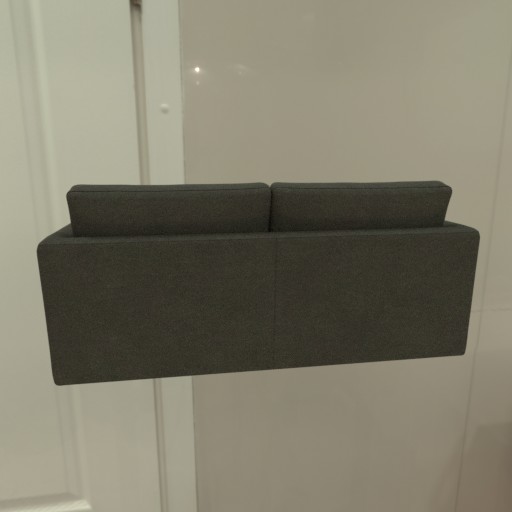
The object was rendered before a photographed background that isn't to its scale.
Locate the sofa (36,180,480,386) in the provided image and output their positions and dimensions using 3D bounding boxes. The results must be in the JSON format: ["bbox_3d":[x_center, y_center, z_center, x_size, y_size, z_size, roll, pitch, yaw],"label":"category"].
[{"bbox_3d":[0.000,0.000,2.421,1.909,0.845,1.091,-2,14,-9],"label":"sofa"}]
